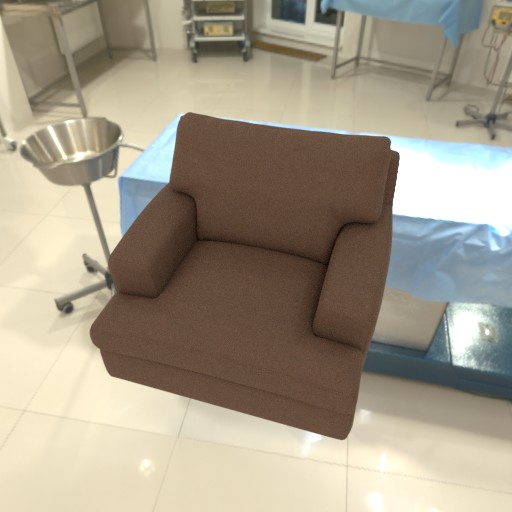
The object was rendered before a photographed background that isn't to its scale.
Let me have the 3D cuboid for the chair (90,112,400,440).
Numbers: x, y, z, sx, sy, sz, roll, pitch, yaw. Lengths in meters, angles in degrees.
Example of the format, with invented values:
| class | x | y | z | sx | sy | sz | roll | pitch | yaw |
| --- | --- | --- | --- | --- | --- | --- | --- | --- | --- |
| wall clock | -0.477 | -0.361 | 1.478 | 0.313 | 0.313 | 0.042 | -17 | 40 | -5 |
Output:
| class | x | y | z | sx | sy | sz | roll | pitch | yaw |
| --- | --- | --- | --- | --- | --- | --- | --- | --- | --- |
| chair | 0.000 | 0.000 | 2.028 | 1.168 | 0.940 | 1.143 | 11 | 41 | 13 |
